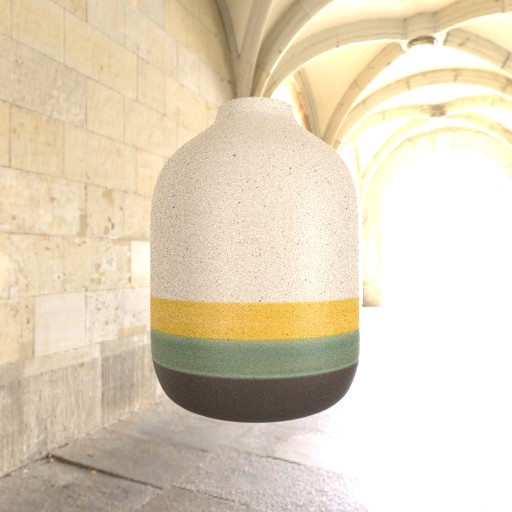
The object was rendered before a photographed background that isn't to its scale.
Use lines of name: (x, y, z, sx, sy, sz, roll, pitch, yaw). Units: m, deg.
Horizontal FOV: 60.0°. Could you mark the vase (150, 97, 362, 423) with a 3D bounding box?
vase: (0.000, 0.000, 0.364, 0.169, 0.240, 0.169, 0, 0, 0)
